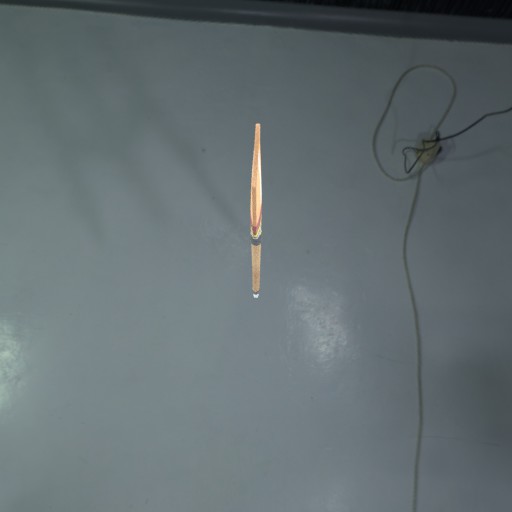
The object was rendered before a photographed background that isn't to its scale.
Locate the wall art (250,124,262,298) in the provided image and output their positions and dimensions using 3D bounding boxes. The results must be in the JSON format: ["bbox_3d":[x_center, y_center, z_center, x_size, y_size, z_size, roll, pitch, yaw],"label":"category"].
[{"bbox_3d":[0.000,0.000,1.657,0.038,1.556,0.146,3,74,1],"label":"wall art"}]
